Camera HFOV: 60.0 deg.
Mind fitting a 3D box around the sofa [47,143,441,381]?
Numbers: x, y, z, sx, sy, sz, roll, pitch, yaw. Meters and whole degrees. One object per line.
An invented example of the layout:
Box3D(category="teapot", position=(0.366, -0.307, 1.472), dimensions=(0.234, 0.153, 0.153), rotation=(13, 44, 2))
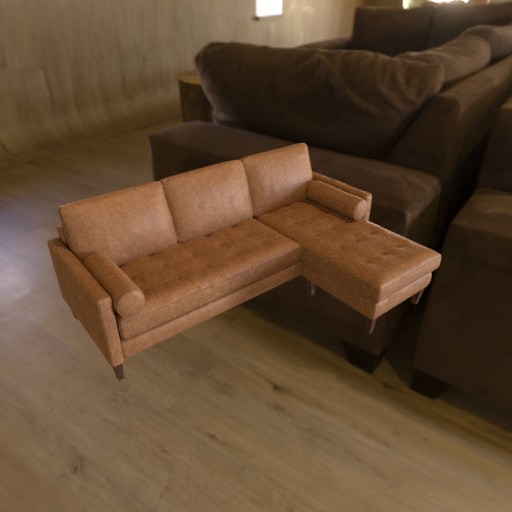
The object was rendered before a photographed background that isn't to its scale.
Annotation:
Box3D(category="sofa", position=(0.000, 0.000, 2.937), dimensions=(2.178, 0.876, 1.506), rotation=(-23, 38, -32))
